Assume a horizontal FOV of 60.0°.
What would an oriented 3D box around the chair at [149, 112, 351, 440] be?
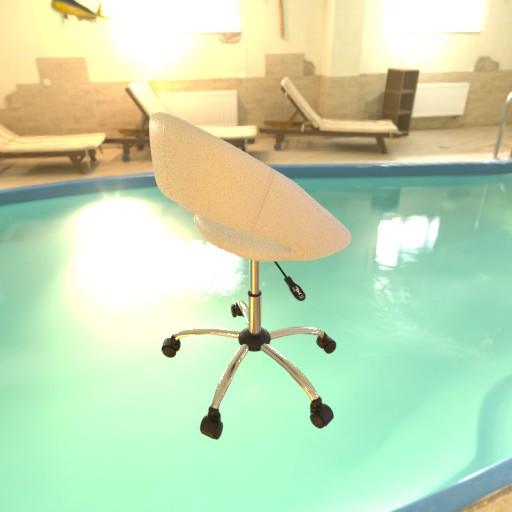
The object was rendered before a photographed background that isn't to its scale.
[{"bbox_3d":[0.000,0.000,1.209,0.538,0.791,0.612,-18,32,-31],"label":"chair"}]
